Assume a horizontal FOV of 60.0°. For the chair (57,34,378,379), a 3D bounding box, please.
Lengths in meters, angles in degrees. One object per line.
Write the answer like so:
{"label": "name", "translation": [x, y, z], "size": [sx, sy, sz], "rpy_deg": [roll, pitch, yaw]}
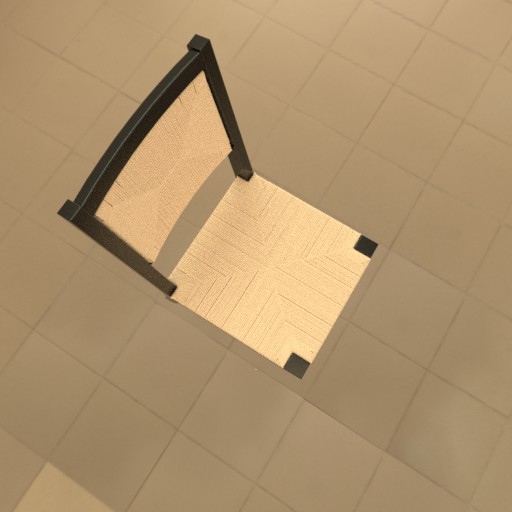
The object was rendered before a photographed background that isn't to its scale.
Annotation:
{"label": "chair", "translation": [0.000, 0.000, 1.217], "size": [0.552, 0.927, 0.437], "rpy_deg": [31, 78, 8]}
